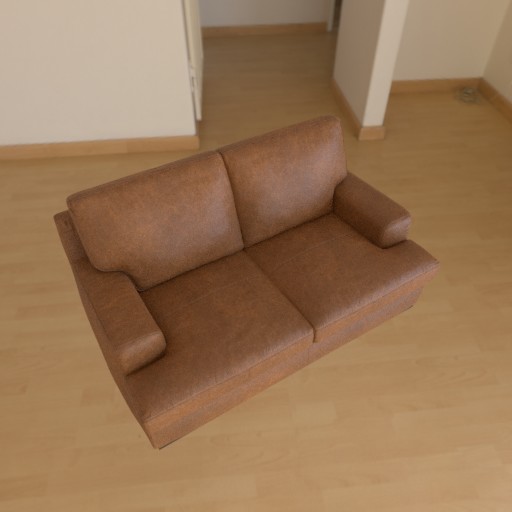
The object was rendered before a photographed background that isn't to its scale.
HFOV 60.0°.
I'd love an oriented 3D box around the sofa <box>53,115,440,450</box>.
[{"bbox_3d":[0.000,0.000,2.500,1.880,0.966,1.144,-23,49,-22],"label":"sofa"}]
